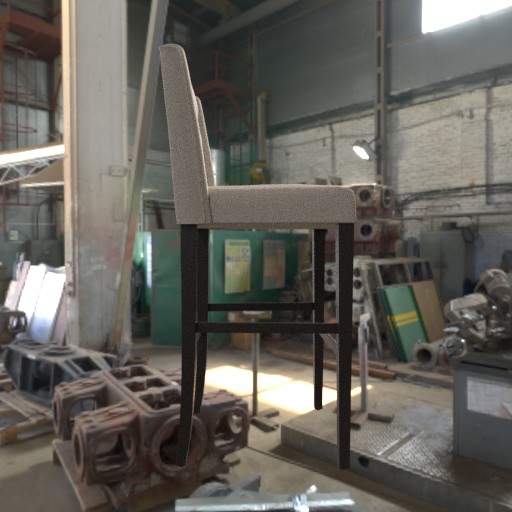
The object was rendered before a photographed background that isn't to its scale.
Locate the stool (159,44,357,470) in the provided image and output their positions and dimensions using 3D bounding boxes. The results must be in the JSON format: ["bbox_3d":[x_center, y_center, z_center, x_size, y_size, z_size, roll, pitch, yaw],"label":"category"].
[{"bbox_3d":[0.000,0.000,1.367,0.509,1.116,0.474,0,1,-1],"label":"stool"}]
